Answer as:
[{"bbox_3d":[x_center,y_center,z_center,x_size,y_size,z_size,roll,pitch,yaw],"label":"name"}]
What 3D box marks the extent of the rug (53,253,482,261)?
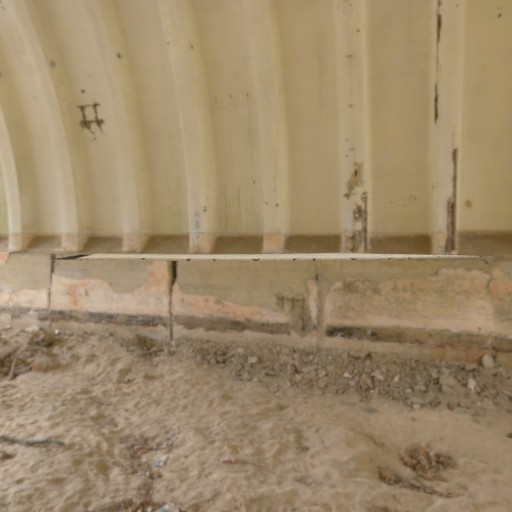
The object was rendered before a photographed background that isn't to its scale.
[{"bbox_3d":[0.000,0.000,4.132,3.221,0.026,2.342,0,1,-18],"label":"rug"}]
